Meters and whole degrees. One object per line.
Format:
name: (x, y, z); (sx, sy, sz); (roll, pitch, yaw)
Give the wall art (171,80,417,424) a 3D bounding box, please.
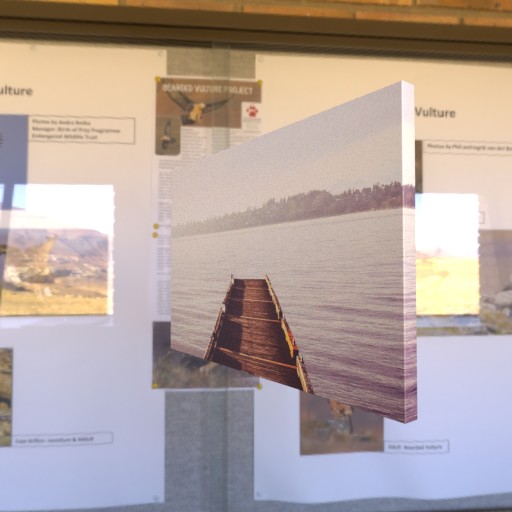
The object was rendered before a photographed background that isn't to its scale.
wall art: (0.000, 0.000, 1.158); (0.037, 0.609, 0.916); (1, -2, -37)
